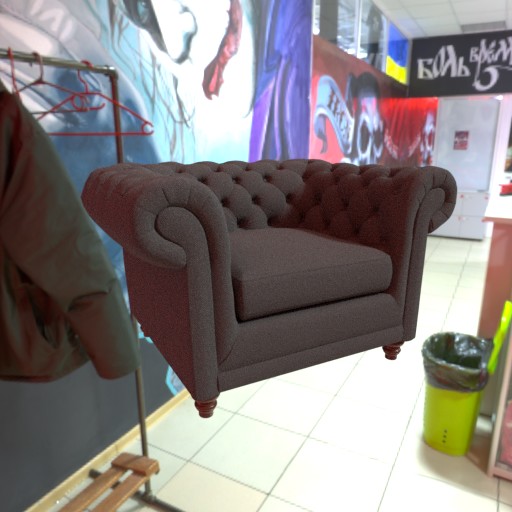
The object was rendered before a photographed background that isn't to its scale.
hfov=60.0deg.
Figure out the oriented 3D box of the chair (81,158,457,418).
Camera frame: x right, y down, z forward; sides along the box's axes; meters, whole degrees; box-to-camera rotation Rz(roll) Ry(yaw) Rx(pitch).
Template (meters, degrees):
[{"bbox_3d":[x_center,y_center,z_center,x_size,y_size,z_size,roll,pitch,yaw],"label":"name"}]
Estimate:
[{"bbox_3d":[0.000,0.000,1.875,1.270,0.770,0.976,-8,17,-27],"label":"chair"}]
